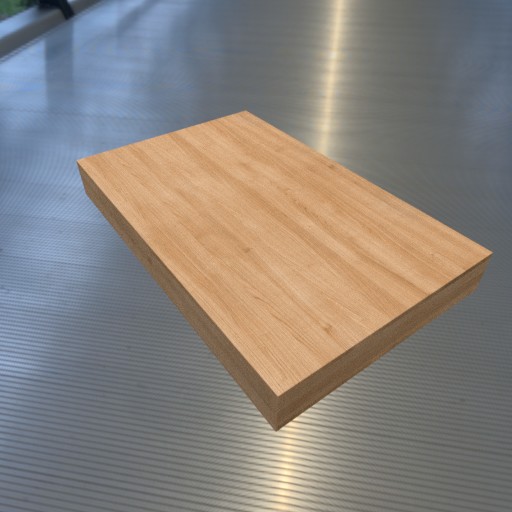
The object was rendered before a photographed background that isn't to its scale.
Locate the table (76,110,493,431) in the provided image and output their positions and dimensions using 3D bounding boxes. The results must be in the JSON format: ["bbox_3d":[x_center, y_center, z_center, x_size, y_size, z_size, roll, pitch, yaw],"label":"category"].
[{"bbox_3d":[0.000,0.000,1.457,0.700,0.440,1.100,-25,47,-26],"label":"table"}]
